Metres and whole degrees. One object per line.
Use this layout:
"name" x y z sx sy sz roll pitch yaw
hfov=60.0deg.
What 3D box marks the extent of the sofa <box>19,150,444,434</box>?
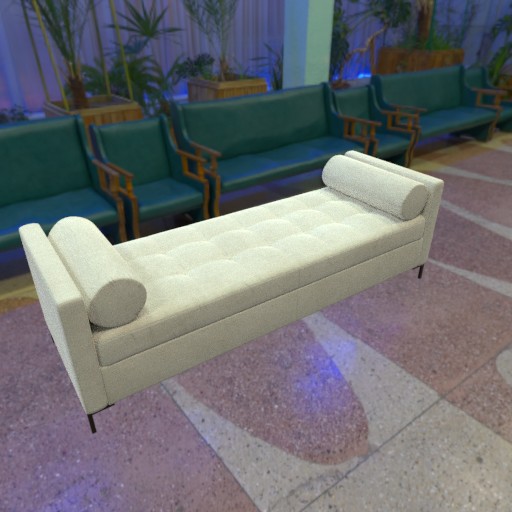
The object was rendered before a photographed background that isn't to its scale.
"sofa" 0.000 0.000 2.262 1.981 0.635 0.686 -19 35 -29
